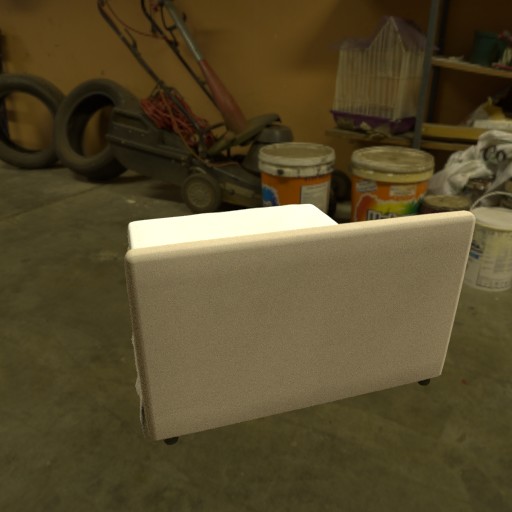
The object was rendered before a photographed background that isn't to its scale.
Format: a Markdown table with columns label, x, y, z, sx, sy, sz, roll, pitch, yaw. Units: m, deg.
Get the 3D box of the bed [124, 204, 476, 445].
| label | x | y | z | sx | sy | sz | roll | pitch | yaw |
| --- | --- | --- | --- | --- | --- | --- | --- | --- | --- |
| bed | 0.000 | 0.000 | 3.626 | 2.119 | 1.317 | 2.319 | -7 | 26 | -15 |
